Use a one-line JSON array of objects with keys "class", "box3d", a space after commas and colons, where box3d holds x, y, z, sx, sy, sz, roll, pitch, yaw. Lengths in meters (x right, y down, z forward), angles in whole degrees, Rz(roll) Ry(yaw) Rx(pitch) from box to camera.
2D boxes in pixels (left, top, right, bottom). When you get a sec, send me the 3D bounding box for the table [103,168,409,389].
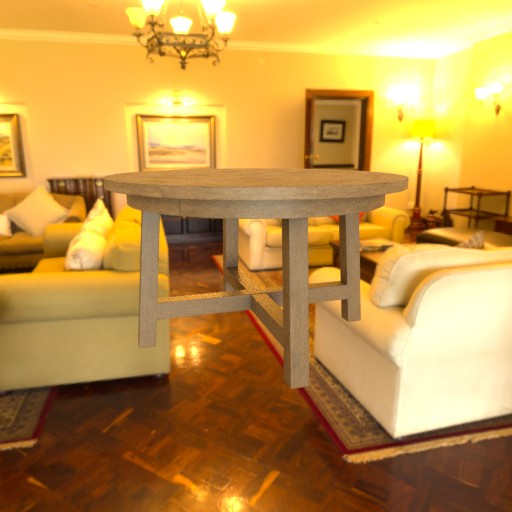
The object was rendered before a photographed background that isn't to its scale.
[{"class": "table", "box3d": [0.000, 0.000, 2.108, 1.319, 0.762, 1.319, 0, 14, 0]}]
